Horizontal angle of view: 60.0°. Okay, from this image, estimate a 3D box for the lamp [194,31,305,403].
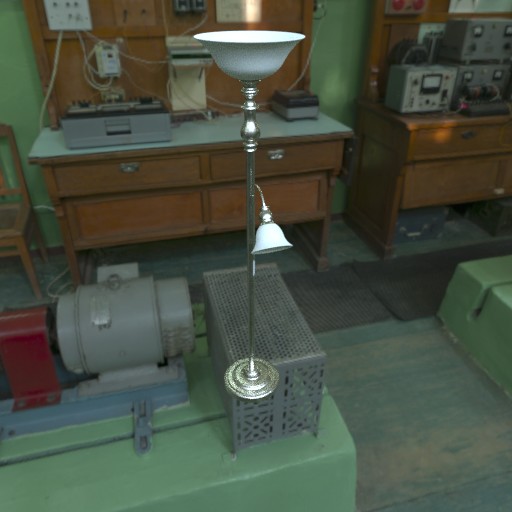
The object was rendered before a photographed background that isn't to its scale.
[{"bbox_3d":[0.000,0.000,2.014,0.405,1.785,0.575,-9,32,-14],"label":"lamp"}]
